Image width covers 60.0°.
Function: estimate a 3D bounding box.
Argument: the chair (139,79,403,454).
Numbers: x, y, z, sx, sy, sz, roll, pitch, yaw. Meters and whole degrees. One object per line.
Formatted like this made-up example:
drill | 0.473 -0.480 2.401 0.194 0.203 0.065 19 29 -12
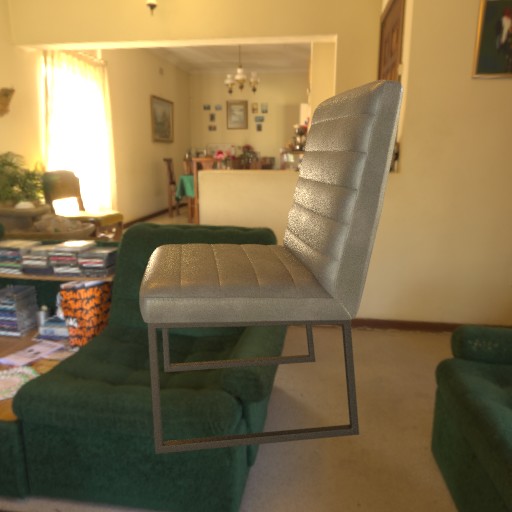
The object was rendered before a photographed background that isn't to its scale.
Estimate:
chair | 0.000 0.000 1.310 0.634 0.930 0.520 -2 13 -8
